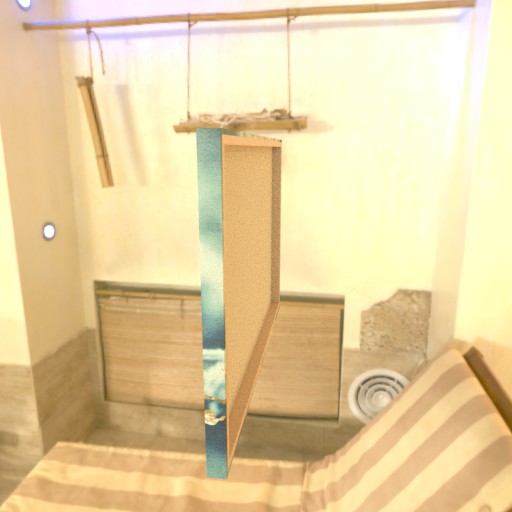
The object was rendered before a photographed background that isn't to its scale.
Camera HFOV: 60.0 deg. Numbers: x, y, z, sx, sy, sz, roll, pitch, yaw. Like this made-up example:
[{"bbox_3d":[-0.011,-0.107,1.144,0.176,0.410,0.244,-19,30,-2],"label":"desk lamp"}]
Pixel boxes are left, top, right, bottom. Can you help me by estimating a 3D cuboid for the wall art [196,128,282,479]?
[{"bbox_3d":[0.000,0.000,1.166,0.038,0.608,0.912,2,14,9],"label":"wall art"}]
